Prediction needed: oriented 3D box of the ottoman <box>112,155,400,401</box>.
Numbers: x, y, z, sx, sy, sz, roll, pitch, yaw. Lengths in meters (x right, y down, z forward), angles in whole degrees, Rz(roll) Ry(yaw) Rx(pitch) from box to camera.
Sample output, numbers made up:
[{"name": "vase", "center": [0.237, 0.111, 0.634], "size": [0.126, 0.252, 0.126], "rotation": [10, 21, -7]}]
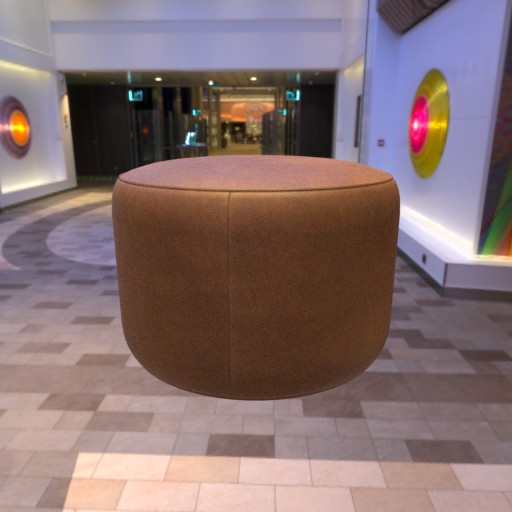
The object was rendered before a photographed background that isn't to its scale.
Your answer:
[{"name": "ottoman", "center": [0.000, 0.000, 1.010], "size": [0.607, 0.438, 0.607], "rotation": [0, 16, 0]}]
